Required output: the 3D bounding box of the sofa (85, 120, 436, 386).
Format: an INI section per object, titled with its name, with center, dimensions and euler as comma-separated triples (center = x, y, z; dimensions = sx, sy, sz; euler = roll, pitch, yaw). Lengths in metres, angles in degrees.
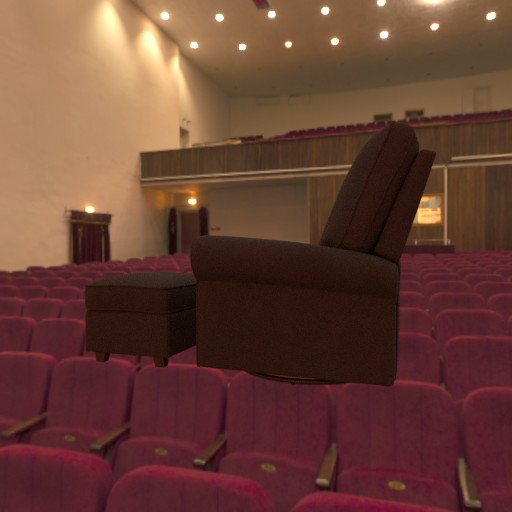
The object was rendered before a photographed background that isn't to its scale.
[sofa]
center = 0.000, 0.000, 2.017
dimensions = 1.478, 0.959, 0.880
euler = 0, 0, 18
